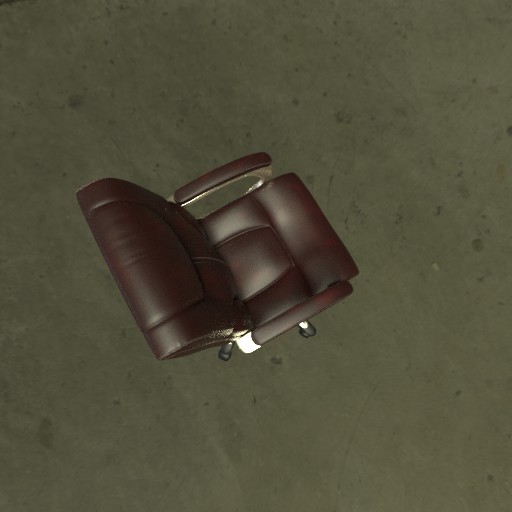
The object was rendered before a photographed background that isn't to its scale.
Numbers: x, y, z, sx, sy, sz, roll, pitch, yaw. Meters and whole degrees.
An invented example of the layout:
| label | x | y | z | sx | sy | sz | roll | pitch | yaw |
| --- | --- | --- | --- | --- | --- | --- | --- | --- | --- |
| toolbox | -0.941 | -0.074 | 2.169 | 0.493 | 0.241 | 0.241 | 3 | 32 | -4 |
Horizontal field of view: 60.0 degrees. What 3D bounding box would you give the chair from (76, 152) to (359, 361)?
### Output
| label | x | y | z | sx | sy | sz | roll | pitch | yaw |
| --- | --- | --- | --- | --- | --- | --- | --- | --- | --- |
| chair | 0.000 | 0.000 | 1.546 | 0.739 | 1.107 | 0.662 | -29 | 77 | -7 |
